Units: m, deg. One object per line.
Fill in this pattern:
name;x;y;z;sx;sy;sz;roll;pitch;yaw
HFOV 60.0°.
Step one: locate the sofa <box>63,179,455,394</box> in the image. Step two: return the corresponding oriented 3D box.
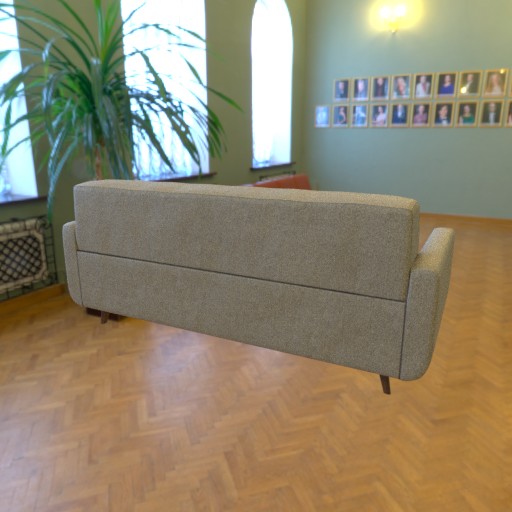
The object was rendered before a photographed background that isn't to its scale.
sofa;0.000;0.000;2.578;2.055;0.873;0.968;7;17;26
